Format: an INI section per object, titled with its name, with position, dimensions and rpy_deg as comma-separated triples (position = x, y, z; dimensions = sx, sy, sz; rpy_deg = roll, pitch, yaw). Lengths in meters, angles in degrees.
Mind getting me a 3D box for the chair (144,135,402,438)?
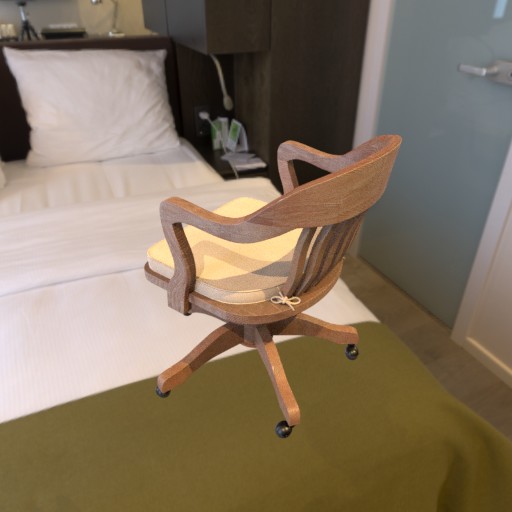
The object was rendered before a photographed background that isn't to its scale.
[chair]
position = 0.000, 0.000, 1.453
dimensions = 0.788, 0.878, 0.750
rpy_deg = 21, 37, 29
